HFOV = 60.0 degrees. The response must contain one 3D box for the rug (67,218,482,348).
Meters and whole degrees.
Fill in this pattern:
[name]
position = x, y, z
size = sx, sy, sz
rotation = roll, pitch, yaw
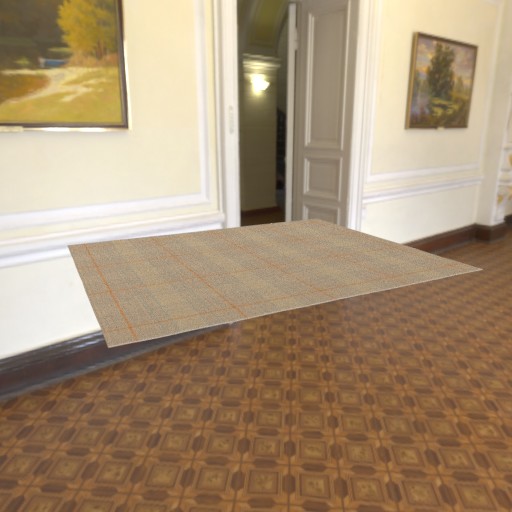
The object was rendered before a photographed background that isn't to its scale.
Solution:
[rug]
position = 0.000, 0.000, 4.115
size = 3.051, 0.021, 2.448
rotation = -8, 18, -26
